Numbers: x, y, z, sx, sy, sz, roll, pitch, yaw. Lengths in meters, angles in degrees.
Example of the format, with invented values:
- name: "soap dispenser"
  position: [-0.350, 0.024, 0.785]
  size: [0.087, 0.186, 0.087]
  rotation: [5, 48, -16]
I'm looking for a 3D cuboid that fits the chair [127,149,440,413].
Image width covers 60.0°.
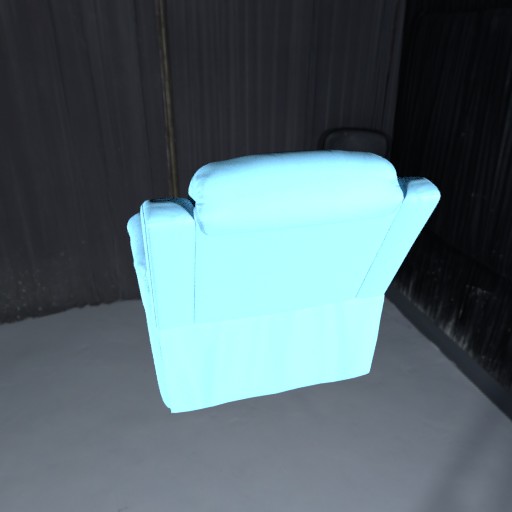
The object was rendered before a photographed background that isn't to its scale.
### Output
- name: "chair"
  position: [0.000, 0.000, 1.236]
  size: [0.680, 0.702, 0.709]
  rotation: [-7, 27, -14]
